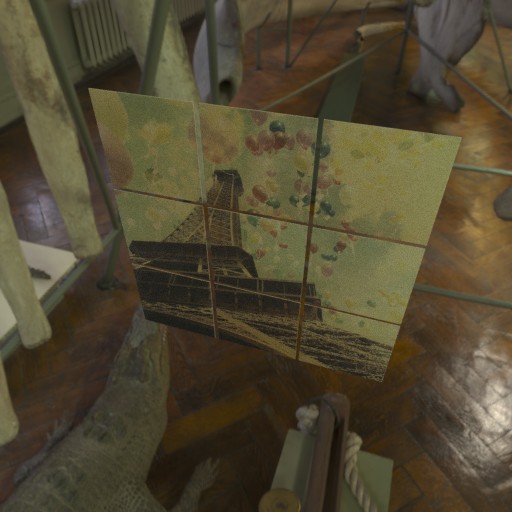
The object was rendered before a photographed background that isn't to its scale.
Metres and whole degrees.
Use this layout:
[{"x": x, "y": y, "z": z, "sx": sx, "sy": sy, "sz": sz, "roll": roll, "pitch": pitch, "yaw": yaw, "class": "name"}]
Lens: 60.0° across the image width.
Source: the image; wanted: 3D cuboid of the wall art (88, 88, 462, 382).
[{"x": 0.000, "y": 0.000, "z": 2.224, "sx": 1.517, "sy": 1.505, "sz": 0.002, "roll": 12, "pitch": 42, "yaw": 14, "class": "wall art"}]
